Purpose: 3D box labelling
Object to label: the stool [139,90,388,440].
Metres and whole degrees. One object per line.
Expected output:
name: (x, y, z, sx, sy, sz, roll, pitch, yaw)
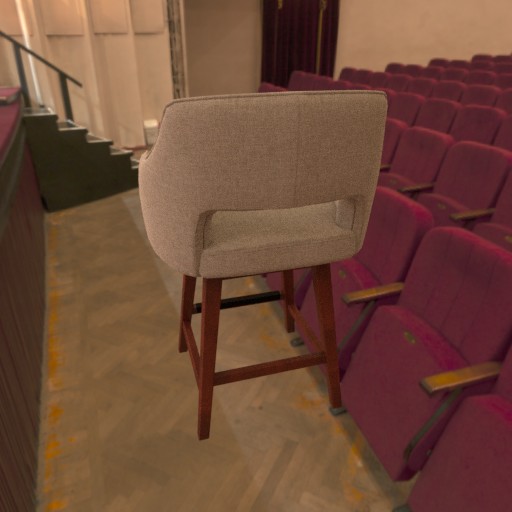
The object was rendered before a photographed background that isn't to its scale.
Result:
stool: (0.000, 0.000, 1.274, 0.599, 0.944, 0.558, -8, 28, -15)
